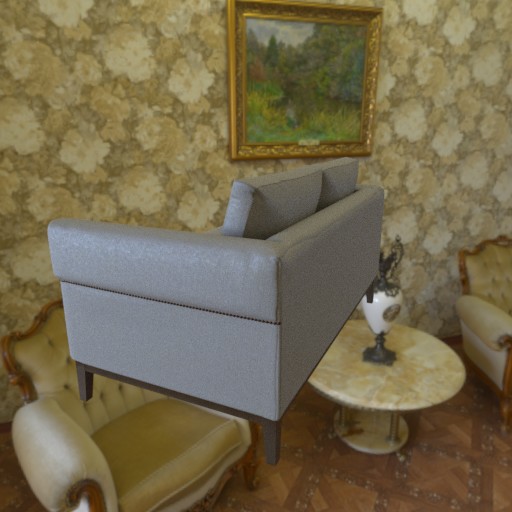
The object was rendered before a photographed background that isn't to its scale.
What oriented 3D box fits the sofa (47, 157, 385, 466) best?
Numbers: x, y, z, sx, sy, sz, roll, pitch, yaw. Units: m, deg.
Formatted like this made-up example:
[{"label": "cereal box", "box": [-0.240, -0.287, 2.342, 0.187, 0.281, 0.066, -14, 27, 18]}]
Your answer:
[{"label": "sofa", "box": [0.000, 0.000, 2.111, 0.899, 0.873, 1.598, 7, 18, 24]}]
